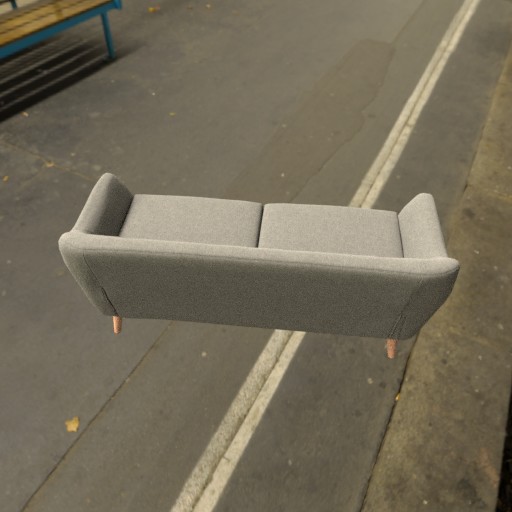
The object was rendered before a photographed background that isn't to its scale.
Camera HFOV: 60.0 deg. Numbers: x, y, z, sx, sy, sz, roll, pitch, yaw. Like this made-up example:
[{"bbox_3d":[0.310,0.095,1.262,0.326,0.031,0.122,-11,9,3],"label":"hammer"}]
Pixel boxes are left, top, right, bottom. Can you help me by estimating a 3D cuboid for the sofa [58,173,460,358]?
[{"bbox_3d":[0.000,0.000,2.296,1.840,0.820,0.820,4,47,4],"label":"sofa"}]
